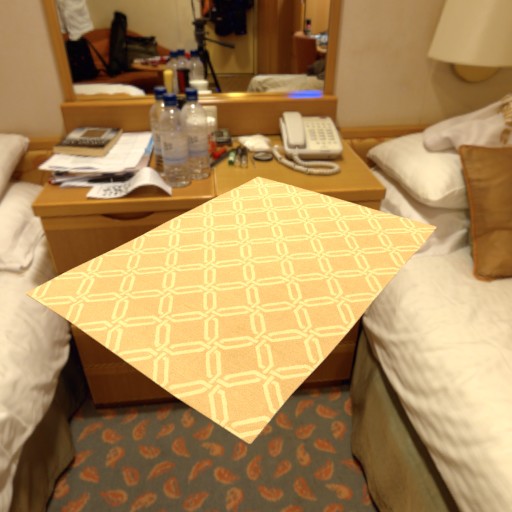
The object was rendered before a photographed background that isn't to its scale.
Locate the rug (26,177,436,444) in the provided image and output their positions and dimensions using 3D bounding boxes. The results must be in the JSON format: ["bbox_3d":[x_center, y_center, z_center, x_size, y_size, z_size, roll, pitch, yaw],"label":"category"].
[{"bbox_3d":[0.000,0.000,4.309,2.452,0.020,3.365,22,38,31],"label":"rug"}]
